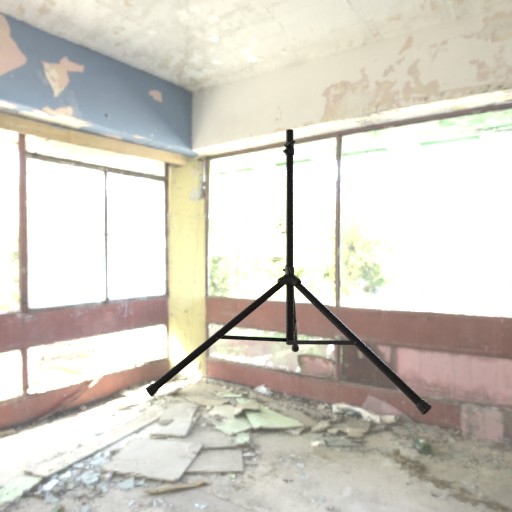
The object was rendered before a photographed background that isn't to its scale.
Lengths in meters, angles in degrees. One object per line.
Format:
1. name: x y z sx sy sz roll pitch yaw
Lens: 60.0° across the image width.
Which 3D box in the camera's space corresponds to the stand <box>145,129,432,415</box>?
1. stand: 0.000 0.000 2.747 1.339 1.595 1.596 0 0 -19
